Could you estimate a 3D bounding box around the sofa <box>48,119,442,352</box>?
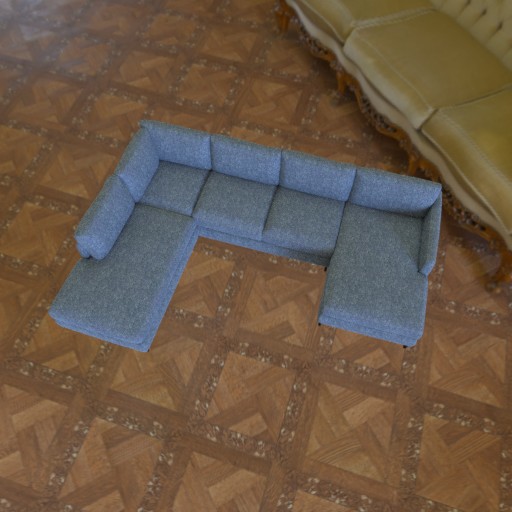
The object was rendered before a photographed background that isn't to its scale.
[{"bbox_3d":[0.000,0.000,3.569,2.737,0.756,1.879,14,60,8],"label":"sofa"}]
